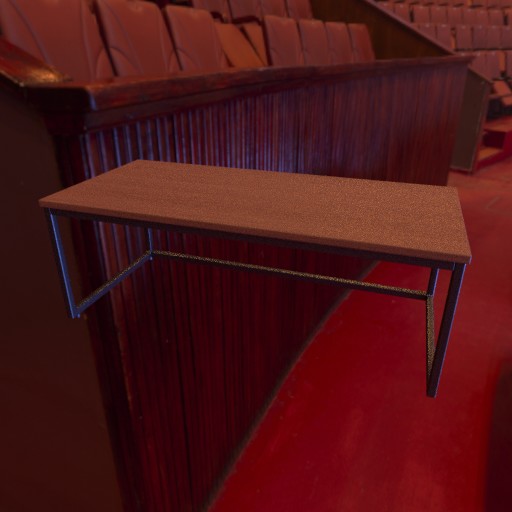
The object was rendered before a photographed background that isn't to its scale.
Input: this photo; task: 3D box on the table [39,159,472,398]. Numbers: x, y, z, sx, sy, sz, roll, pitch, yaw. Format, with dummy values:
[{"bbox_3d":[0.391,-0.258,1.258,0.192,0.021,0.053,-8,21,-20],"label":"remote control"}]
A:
[{"bbox_3d":[0.000,0.000,1.362,1.100,0.400,0.500,8,27,17],"label":"table"}]
